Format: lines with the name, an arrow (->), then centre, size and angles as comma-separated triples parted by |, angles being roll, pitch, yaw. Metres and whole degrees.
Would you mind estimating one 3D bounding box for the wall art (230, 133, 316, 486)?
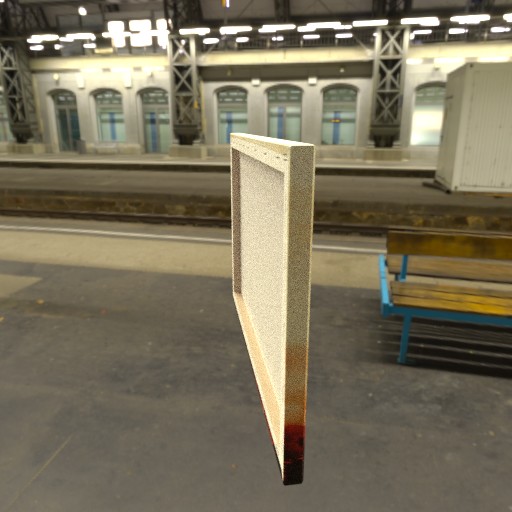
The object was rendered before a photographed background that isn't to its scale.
wall art -> 0.000, 0.000, 1.156 | 0.038, 0.602, 0.918 | -2, 17, -8
